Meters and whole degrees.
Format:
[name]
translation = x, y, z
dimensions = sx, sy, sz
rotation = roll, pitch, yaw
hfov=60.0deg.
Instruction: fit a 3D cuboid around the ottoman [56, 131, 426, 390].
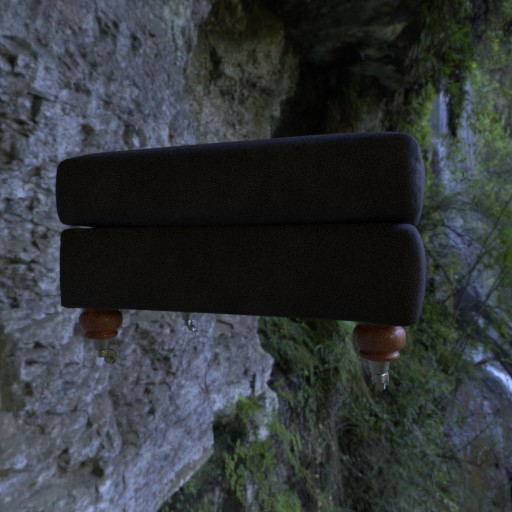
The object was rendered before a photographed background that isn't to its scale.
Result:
[ottoman]
translation = 0.000, 0.000, 1.107
dimensions = 0.773, 0.497, 0.574
rotation = 0, 1, 18
